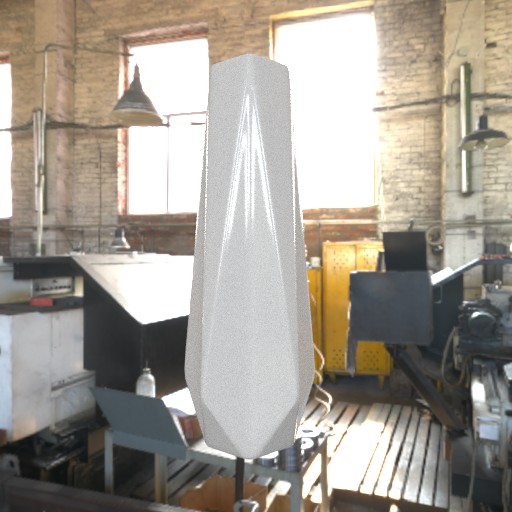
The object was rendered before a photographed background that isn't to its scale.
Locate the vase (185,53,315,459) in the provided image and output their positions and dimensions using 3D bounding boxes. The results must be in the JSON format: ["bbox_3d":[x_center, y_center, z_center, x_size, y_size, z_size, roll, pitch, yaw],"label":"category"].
[{"bbox_3d":[0.000,0.000,0.397,0.116,0.329,0.122,0,0,-19],"label":"vase"}]
